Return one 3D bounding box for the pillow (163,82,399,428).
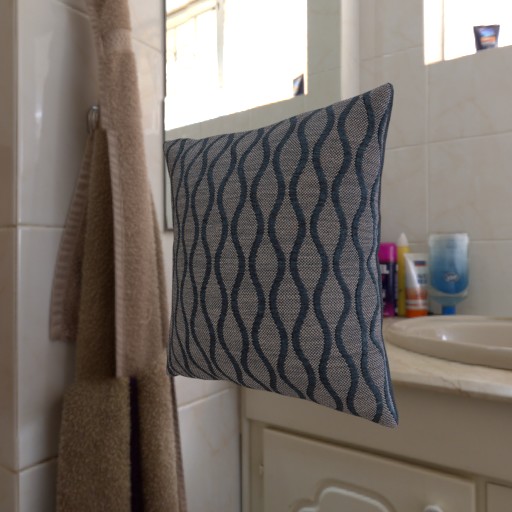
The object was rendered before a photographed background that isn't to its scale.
[{"bbox_3d":[0.000,0.000,0.680,0.435,0.435,0.159,0,-1,37],"label":"pillow"}]
